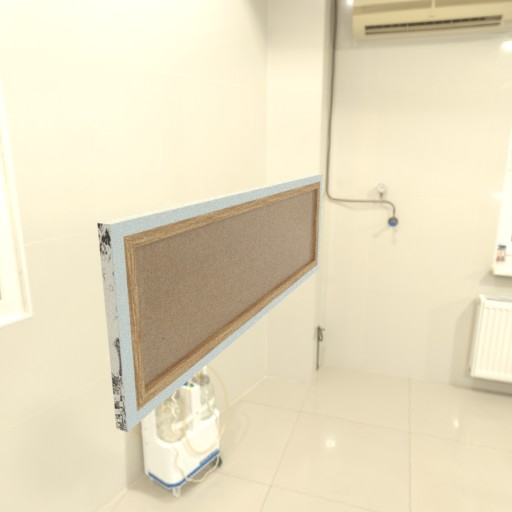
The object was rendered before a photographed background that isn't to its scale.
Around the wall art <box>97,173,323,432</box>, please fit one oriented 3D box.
[{"bbox_3d":[0.000,0.000,1.671,0.039,0.507,1.520,7,16,24],"label":"wall art"}]
